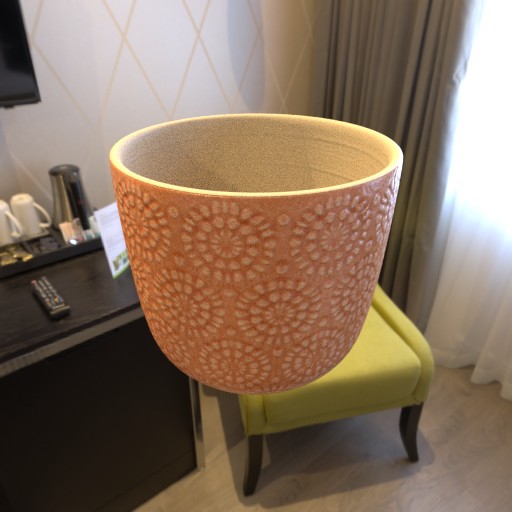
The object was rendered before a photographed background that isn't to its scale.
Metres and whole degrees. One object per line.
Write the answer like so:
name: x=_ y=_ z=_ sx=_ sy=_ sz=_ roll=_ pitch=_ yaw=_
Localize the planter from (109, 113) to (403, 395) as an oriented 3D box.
planter: x=0.000 y=0.000 z=0.371 sx=0.208 sy=0.190 sz=0.208 roll=0 pitch=29 yaw=0
